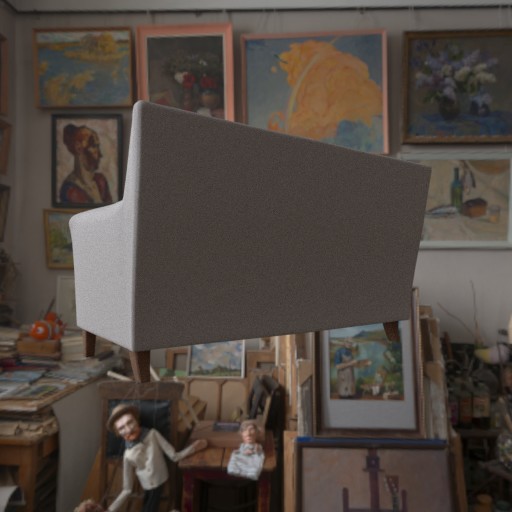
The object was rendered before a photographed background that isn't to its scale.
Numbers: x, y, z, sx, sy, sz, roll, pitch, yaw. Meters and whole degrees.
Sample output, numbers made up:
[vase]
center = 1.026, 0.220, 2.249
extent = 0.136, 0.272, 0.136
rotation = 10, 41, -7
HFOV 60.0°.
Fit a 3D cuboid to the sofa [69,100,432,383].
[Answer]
[sofa]
center = 0.000, 0.000, 2.068
extent = 1.482, 0.890, 0.888
rotation = 1, -2, -36
